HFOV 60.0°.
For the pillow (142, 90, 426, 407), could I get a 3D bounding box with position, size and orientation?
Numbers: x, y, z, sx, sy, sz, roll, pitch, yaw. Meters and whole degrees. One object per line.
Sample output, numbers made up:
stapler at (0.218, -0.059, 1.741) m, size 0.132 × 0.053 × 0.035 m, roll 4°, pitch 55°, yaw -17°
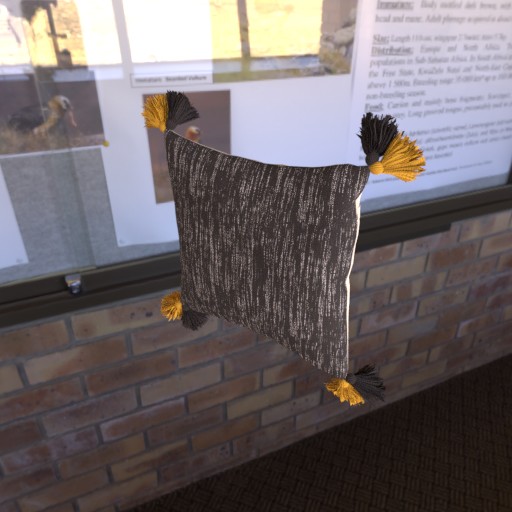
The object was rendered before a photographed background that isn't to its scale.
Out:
pillow at (0.000, 0.000, 0.972) m, size 0.654 × 0.659 × 0.139 m, roll 18°, pitch 35°, yaw 29°
